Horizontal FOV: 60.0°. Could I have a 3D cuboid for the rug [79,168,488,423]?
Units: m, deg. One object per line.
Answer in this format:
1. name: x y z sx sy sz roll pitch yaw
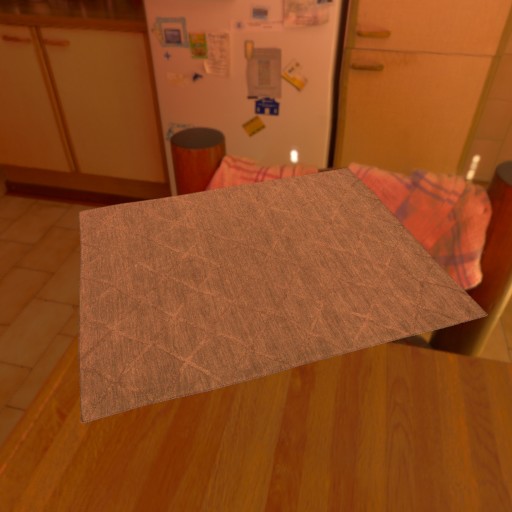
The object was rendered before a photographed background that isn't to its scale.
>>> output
1. rug: 0.000 0.000 3.973 3.048 0.013 2.438 -11 42 -13
